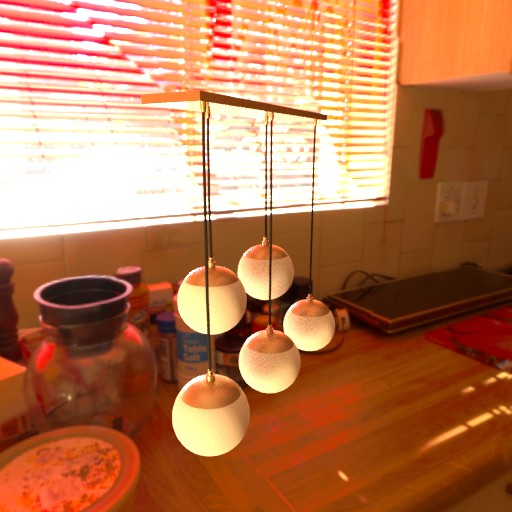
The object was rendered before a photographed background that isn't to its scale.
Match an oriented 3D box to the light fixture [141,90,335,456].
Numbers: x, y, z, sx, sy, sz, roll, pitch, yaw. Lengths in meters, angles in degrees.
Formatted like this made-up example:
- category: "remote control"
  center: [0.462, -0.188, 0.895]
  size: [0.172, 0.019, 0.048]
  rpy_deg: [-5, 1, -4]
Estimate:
- category: "light fixture"
  center: [0.000, 0.000, 1.359]
  size: [0.299, 0.869, 0.863]
  rpy_deg: [7, 15, 28]
